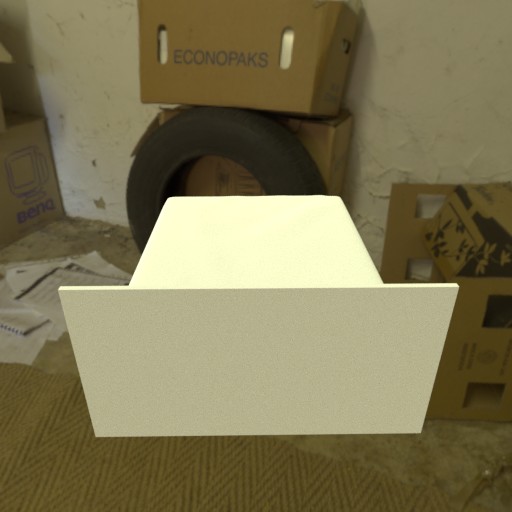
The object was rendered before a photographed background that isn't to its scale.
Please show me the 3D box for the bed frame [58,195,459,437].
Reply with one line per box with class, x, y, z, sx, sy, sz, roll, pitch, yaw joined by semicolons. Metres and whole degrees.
bed frame;0.000;0.000;2.693;1.490;0.800;1.950;0;29;-1
